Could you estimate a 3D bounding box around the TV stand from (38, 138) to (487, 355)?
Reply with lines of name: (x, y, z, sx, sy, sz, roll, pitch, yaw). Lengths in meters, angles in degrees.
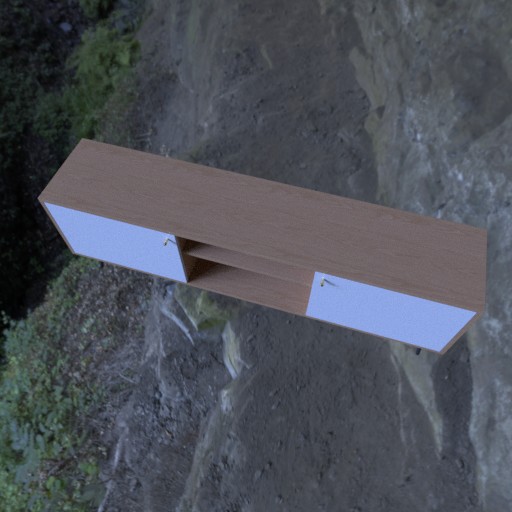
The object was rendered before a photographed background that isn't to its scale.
TV stand: (0.000, 0.000, 2.003, 1.760, 0.580, 0.400, 14, 58, 9)
